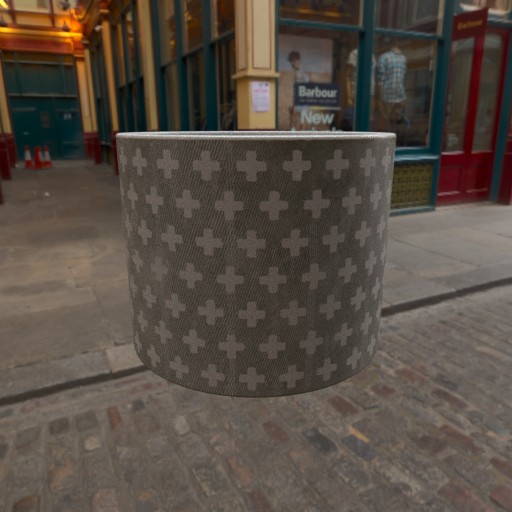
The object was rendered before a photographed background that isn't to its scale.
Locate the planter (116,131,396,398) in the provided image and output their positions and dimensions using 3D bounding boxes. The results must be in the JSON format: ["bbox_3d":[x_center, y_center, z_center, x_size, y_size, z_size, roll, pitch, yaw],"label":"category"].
[{"bbox_3d":[0.000,0.000,0.446,0.250,0.239,0.250,0,16,0],"label":"planter"}]
